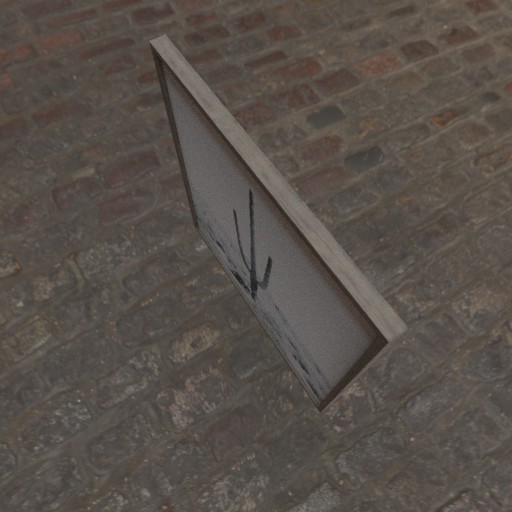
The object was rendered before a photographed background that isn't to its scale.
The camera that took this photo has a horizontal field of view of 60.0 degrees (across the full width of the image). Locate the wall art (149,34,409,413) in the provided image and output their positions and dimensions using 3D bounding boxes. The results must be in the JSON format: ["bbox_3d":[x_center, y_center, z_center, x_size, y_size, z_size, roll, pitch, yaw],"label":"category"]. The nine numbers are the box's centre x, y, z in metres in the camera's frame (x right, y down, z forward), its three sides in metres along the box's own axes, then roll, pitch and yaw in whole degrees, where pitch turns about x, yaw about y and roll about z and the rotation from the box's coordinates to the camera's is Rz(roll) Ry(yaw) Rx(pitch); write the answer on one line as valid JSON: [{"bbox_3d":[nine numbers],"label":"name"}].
[{"bbox_3d":[0.000,0.000,1.125,0.038,0.762,0.762,-30,67,-14],"label":"wall art"}]
